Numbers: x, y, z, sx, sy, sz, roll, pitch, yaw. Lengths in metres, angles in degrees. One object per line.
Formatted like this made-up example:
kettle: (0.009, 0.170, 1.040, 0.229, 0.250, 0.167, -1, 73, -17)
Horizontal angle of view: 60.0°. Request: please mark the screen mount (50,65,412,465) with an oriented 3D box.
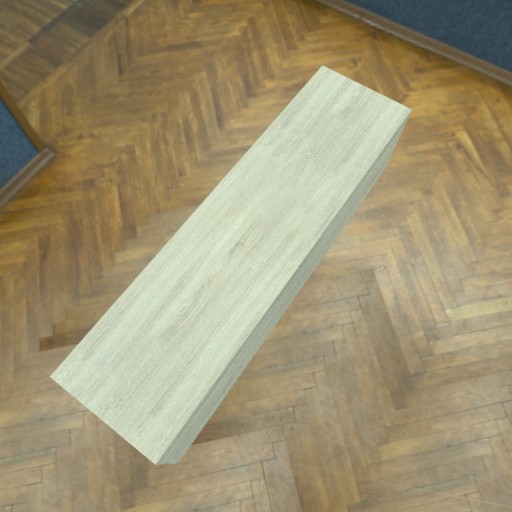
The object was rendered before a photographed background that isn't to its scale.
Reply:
screen mount: (0.000, 0.000, 1.717, 0.400, 0.510, 1.500, 33, 70, 14)
